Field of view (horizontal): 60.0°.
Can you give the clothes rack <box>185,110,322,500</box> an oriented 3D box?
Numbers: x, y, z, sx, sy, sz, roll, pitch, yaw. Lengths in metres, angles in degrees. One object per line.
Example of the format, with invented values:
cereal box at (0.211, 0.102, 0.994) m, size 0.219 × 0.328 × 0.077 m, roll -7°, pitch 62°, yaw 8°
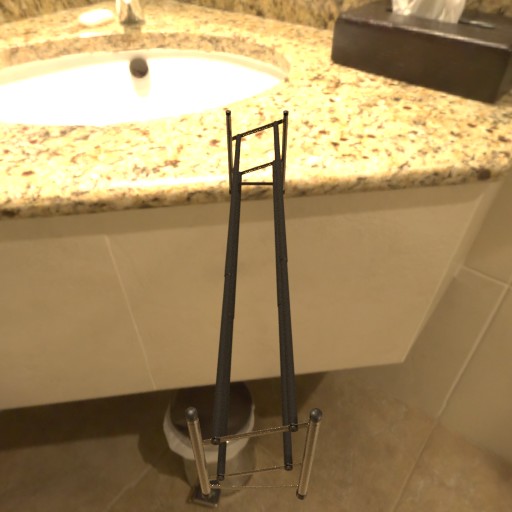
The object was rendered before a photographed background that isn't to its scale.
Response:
clothes rack at (0.000, 0.000, 1.265) m, size 0.229 × 0.349 × 1.168 m, roll 0°, pitch 42°, yaw 0°
